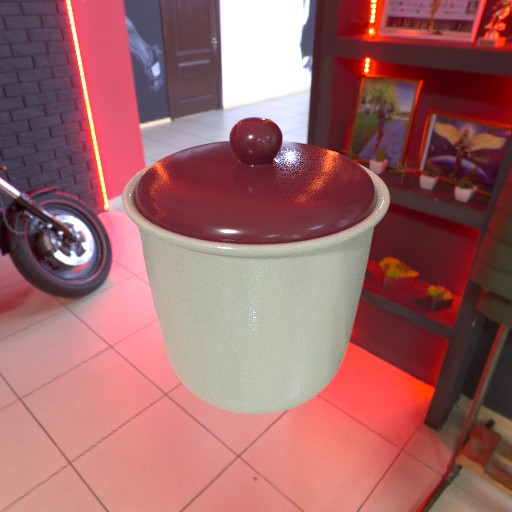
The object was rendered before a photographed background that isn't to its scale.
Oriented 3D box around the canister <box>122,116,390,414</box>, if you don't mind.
[{"bbox_3d":[0.000,0.000,0.340,0.182,0.208,0.182,0,31,0],"label":"canister"}]
